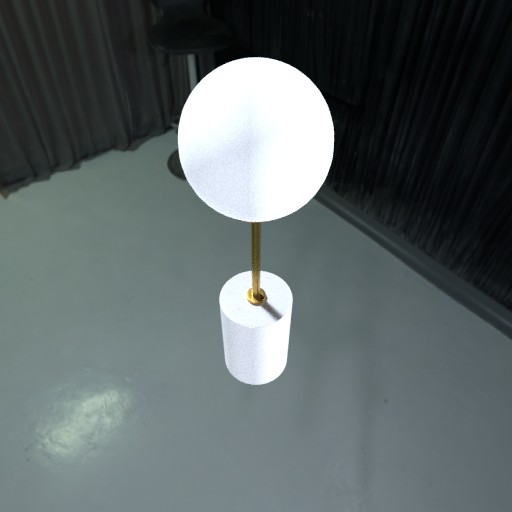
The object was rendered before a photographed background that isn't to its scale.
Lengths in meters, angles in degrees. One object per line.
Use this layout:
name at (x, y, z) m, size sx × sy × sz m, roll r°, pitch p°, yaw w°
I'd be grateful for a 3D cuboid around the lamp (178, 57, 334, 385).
lamp at (0.000, 0.000, 0.558) m, size 0.153 × 0.480 × 0.153 m, roll 0°, pitch 46°, yaw 0°
